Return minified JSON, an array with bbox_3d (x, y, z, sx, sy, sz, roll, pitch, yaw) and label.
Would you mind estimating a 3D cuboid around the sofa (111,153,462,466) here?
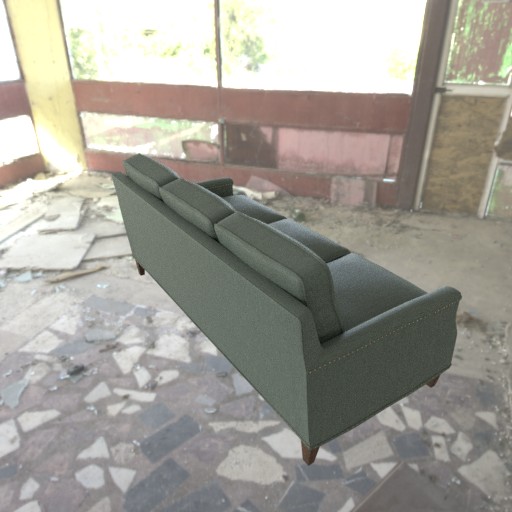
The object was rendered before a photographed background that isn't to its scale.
[{"bbox_3d":[0.000,0.000,2.799,1.084,1.003,2.246,-17,32,-30],"label":"sofa"}]
